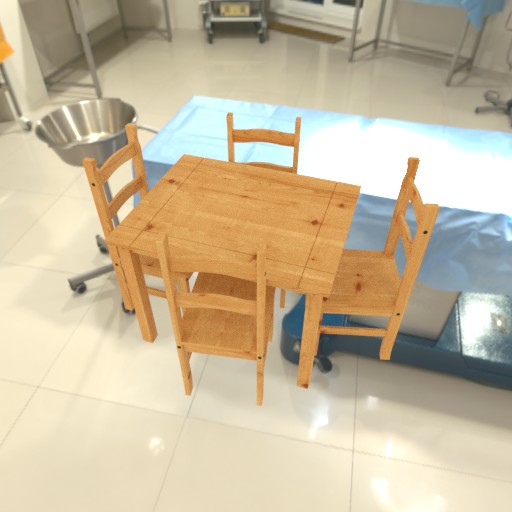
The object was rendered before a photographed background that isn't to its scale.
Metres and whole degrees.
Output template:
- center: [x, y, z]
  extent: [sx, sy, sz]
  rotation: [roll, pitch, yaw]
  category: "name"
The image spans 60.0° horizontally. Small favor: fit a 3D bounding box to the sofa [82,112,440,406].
- center: [0.000, 0.000, 2.238]
  extent: [1.529, 1.000, 1.144]
  rotation: [13, 44, 14]
  category: "sofa"
